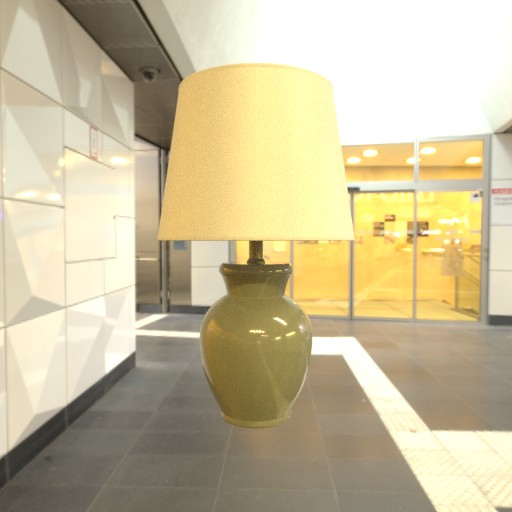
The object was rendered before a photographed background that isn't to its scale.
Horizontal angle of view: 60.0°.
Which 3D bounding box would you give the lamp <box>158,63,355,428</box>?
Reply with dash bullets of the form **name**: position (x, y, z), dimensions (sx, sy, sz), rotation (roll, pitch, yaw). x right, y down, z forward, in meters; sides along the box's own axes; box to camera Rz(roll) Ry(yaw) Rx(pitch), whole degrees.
- **lamp**: position (0.000, 0.000, 0.551), dimensions (0.239, 0.399, 0.239), rotation (0, 2, 0)
